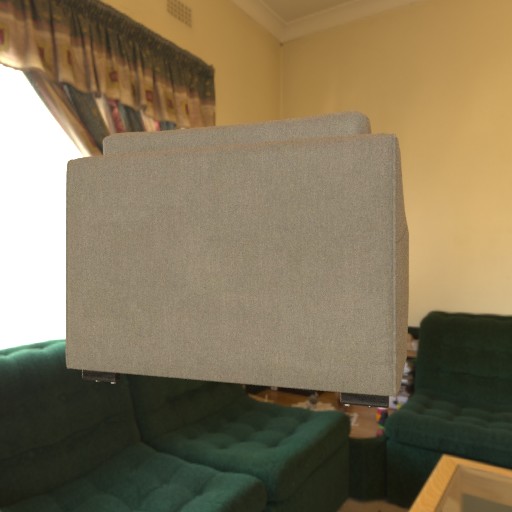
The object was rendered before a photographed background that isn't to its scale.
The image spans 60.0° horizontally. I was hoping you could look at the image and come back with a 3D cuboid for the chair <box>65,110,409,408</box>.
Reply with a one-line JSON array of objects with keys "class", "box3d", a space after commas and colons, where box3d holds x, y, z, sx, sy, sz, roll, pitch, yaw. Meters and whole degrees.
[{"class": "chair", "box3d": [0.000, 0.000, 1.972, 1.270, 0.974, 1.043, 0, 0, 17]}]
